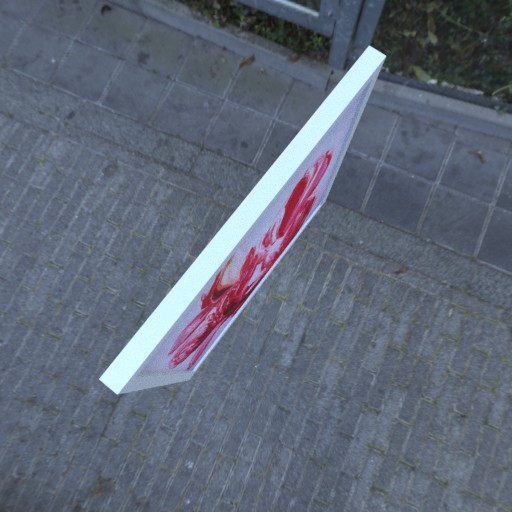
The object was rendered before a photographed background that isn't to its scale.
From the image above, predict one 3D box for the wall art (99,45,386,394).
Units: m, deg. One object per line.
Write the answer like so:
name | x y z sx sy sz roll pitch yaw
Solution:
wall art | 0.000 0.000 0.674 0.023 0.453 0.455 36 79 8
